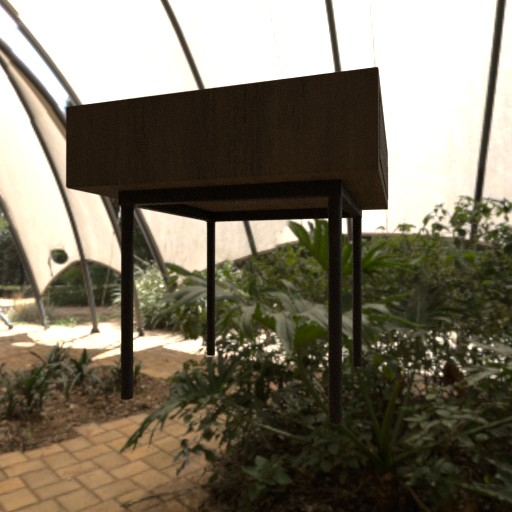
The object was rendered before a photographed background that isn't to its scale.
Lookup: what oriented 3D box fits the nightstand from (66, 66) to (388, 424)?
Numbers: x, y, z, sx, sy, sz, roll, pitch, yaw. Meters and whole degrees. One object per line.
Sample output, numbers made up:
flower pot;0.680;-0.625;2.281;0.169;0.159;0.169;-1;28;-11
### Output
nightstand;0.000;0.000;0.896;0.503;0.497;0.502;0;0;18
